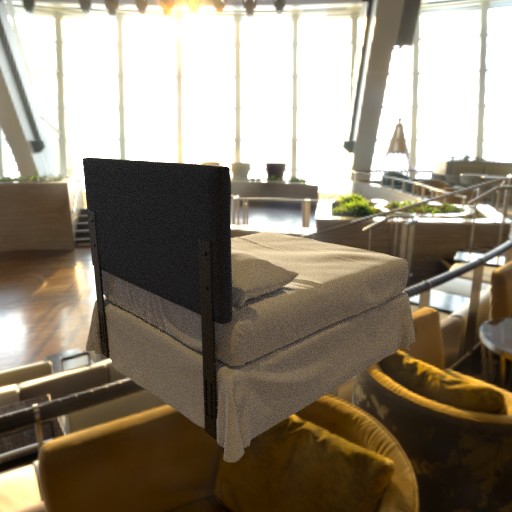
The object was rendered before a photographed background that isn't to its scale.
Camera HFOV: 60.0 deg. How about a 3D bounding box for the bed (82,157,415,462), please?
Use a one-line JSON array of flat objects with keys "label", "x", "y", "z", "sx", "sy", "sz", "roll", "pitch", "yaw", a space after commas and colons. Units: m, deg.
[{"label": "bed", "x": 0.000, "y": 0.000, "z": 3.598, "sx": 2.222, "sy": 1.577, "sz": 1.936, "roll": -13, "pitch": 20, "yaw": -42}]
